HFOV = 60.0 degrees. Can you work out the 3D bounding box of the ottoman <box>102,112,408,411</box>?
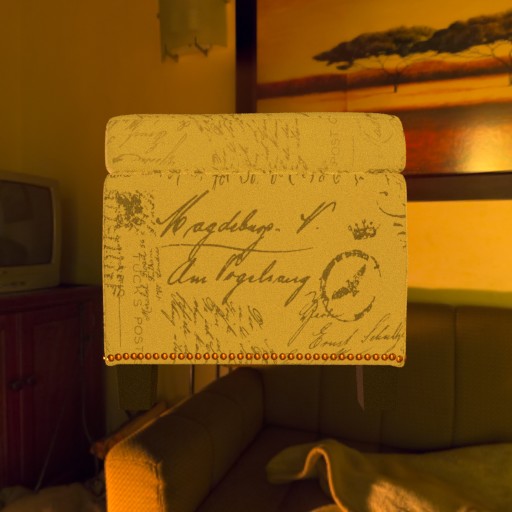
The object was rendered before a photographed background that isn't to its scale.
[{"bbox_3d":[0.000,0.000,0.858,0.450,0.457,0.449,0,1,0],"label":"ottoman"}]
